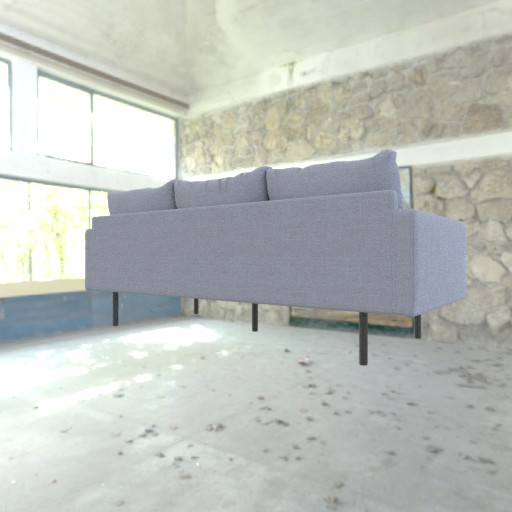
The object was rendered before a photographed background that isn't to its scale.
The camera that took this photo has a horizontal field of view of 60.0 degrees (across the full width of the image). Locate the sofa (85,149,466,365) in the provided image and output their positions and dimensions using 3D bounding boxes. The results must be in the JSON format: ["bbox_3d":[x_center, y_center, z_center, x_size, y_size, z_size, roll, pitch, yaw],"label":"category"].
[{"bbox_3d":[0.000,0.000,2.451,2.000,0.830,0.850,0,0,37],"label":"sofa"}]
